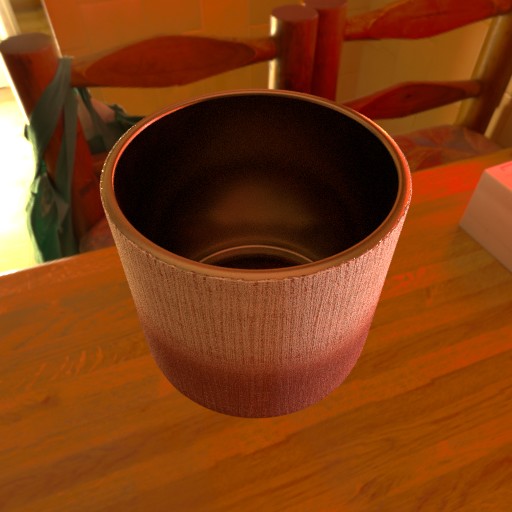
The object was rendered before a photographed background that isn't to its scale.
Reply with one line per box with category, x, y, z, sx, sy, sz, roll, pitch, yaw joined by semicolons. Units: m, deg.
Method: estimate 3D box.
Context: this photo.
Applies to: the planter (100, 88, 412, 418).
planter;0.000;0.000;0.389;0.221;0.201;0.221;0;48;0
